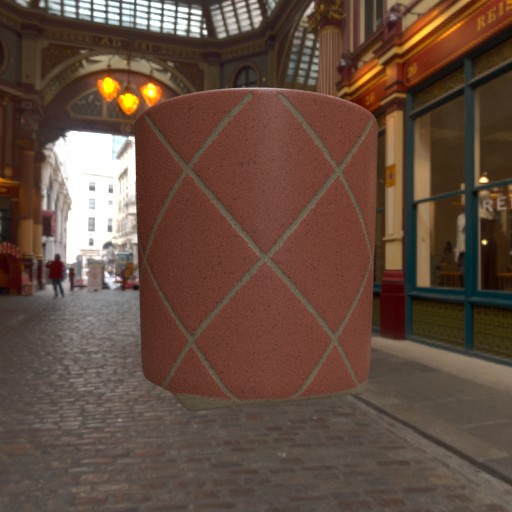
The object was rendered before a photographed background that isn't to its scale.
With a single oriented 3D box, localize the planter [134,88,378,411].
[{"bbox_3d":[0.000,0.000,0.358,0.191,0.200,0.191,0,-1,0],"label":"planter"}]
